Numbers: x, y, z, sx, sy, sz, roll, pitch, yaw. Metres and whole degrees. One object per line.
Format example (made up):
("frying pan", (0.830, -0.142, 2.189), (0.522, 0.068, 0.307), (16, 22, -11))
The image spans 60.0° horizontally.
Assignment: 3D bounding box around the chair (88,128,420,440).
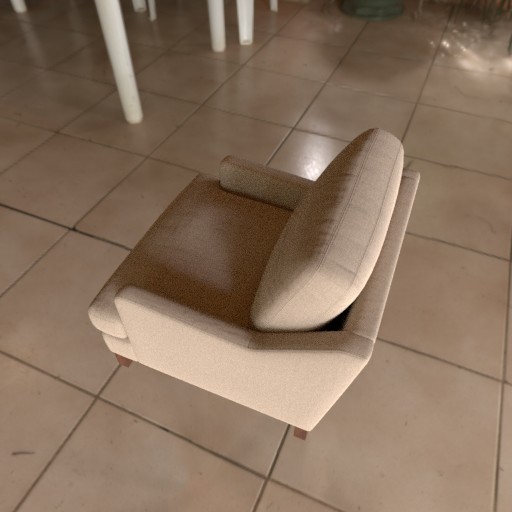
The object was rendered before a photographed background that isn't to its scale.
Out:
("chair", (0.000, 0.000, 1.725), (1.001, 0.916, 0.912), (17, 50, 15))
